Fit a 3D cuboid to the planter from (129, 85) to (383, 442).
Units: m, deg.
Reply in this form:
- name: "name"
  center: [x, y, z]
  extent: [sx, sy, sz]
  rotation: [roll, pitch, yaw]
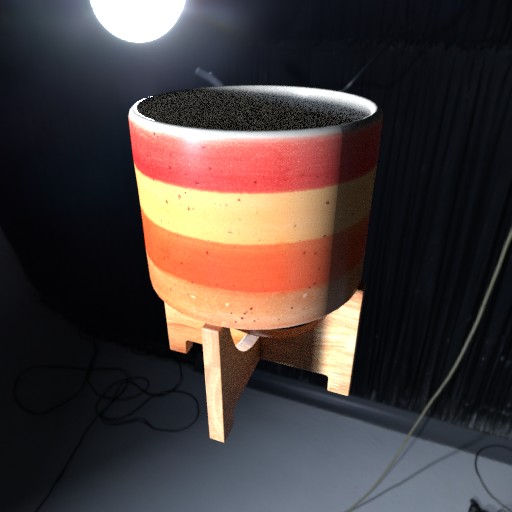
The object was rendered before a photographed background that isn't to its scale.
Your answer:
- name: "planter"
  center: [0.000, 0.000, 0.405]
  extent: [0.199, 0.268, 0.199]
  rotation: [0, 29, 0]
